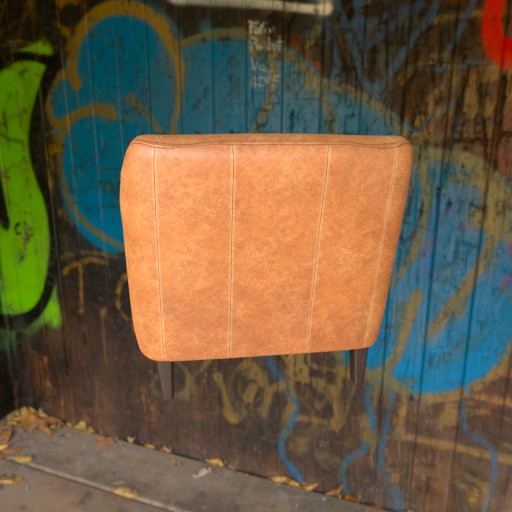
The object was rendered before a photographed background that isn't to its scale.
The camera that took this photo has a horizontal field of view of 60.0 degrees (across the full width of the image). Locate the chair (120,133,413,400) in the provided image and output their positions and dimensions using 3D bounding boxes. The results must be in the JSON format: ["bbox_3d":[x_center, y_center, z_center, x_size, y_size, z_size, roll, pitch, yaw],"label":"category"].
[{"bbox_3d":[0.000,0.000,1.888,1.037,0.980,1.034,-2,14,-8],"label":"chair"}]
